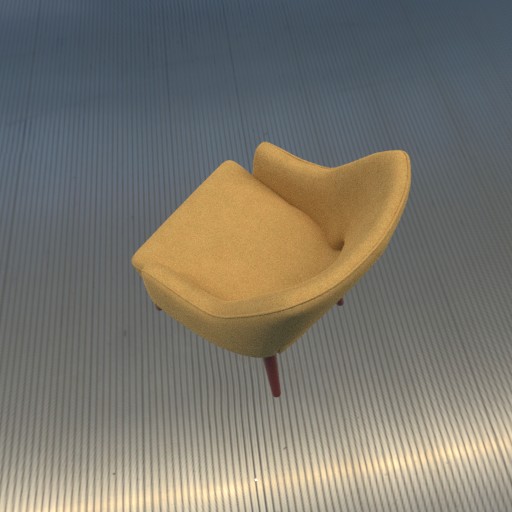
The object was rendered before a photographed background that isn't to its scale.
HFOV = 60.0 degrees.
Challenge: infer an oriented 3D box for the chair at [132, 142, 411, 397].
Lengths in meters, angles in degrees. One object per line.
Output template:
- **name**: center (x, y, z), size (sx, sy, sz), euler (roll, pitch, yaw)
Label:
- **chair**: center (0.000, 0.000, 1.256), size (0.605, 0.849, 0.548), euler (33, 68, 16)
